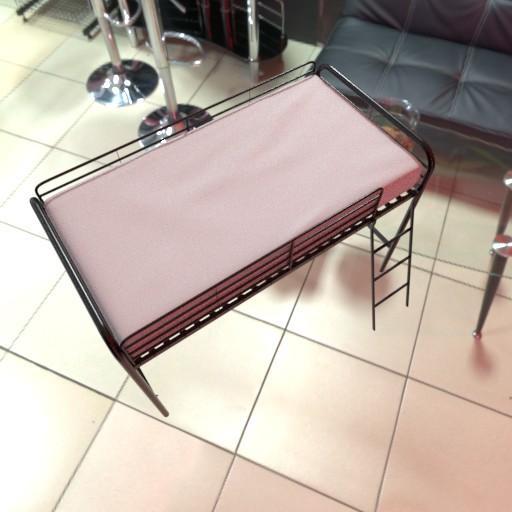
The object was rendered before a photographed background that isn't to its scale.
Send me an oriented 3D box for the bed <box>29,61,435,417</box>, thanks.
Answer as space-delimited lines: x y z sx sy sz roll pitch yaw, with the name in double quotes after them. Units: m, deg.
0.000 0.000 2.818 1.968 1.289 1.393 -31 63 -17 "bed"
